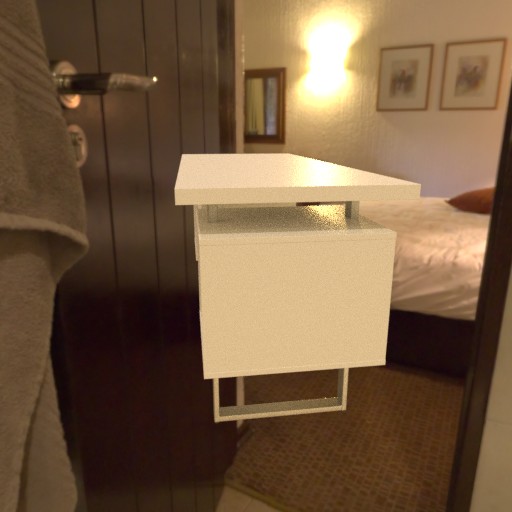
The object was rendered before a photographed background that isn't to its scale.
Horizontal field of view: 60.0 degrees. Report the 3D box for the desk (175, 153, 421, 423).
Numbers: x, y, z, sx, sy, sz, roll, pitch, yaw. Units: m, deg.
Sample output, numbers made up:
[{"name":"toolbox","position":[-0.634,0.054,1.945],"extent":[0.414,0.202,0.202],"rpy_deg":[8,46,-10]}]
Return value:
[{"name":"desk","position":[0.000,0.000,1.889],"extent":[0.603,0.773,1.530],"rpy_deg":[-2,16,-8]}]
